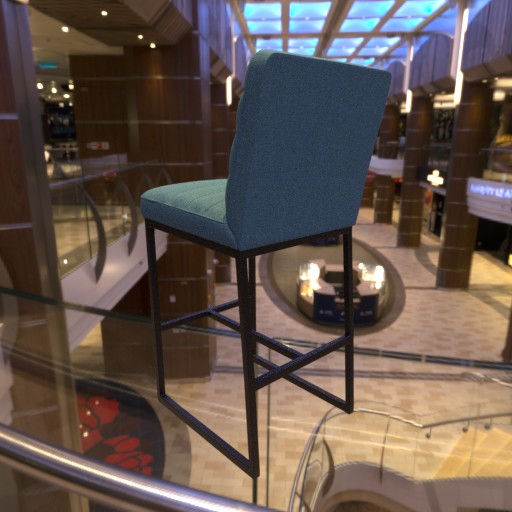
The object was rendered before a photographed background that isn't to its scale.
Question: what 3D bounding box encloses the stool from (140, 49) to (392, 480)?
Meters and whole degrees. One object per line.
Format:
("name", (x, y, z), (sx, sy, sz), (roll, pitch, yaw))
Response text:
("stool", (0.000, 0.000, 1.326), (0.460, 1.040, 0.560), (-14, 20, -41))
